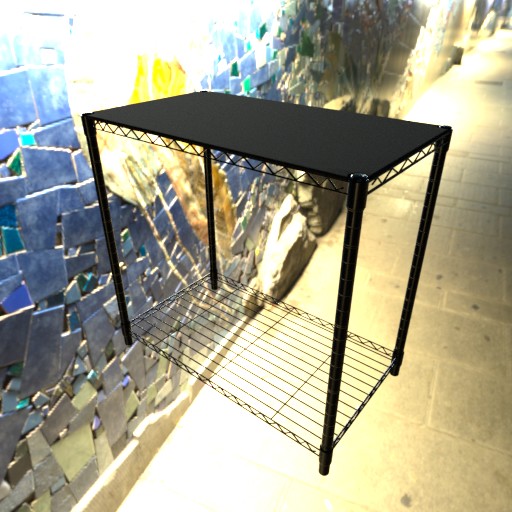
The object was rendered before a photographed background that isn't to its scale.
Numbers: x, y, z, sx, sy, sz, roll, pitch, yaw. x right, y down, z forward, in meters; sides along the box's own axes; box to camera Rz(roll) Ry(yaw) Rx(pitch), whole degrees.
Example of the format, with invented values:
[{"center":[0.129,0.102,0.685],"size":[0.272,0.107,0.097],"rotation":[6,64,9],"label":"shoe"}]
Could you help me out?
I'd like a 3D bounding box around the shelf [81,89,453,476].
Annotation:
[{"center":[0.000,0.000,0.929],"size":[0.589,0.564,0.338],"rotation":[21,36,33],"label":"shelf"}]
